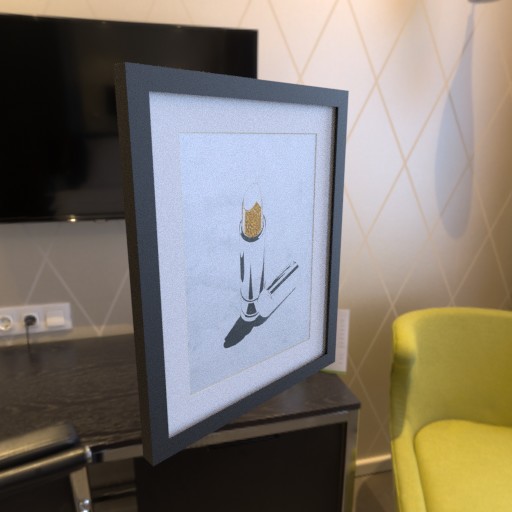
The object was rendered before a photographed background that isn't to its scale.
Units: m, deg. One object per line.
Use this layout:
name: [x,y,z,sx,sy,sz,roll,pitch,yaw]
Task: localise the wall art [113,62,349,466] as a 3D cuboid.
wall art: [0.000,0.000,0.754,0.457,0.559,0.029,-14,20,-43]
